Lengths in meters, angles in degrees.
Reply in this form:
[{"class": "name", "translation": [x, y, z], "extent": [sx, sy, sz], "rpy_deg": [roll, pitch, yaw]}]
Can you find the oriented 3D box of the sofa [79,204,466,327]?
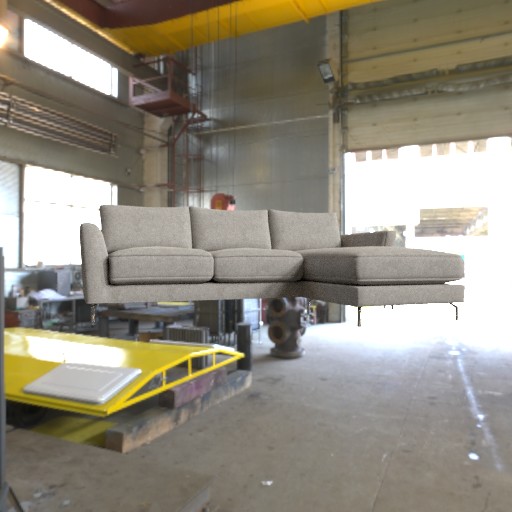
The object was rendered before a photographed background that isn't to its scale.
[{"class": "sofa", "translation": [0.000, 0.000, 3.277], "extent": [2.438, 0.864, 1.626], "rpy_deg": [0, 0, -20]}]
